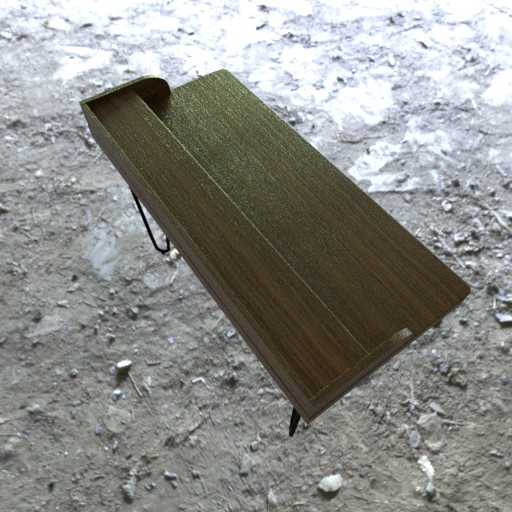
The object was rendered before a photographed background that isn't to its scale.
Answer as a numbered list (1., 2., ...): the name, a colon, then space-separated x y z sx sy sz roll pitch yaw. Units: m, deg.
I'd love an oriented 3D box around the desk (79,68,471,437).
1. desk: 0.000 0.000 1.626 0.565 0.854 1.200 -31 62 -19
